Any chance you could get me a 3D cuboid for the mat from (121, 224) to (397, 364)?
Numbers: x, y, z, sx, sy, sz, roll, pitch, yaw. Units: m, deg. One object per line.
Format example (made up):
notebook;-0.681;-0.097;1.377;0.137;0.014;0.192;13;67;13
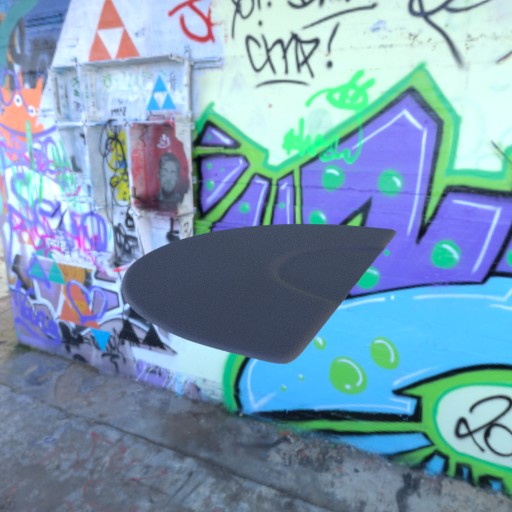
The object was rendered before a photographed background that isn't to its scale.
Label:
mat;0.000;0.000;1.850;0.917;0.016;1.525;8;18;25
